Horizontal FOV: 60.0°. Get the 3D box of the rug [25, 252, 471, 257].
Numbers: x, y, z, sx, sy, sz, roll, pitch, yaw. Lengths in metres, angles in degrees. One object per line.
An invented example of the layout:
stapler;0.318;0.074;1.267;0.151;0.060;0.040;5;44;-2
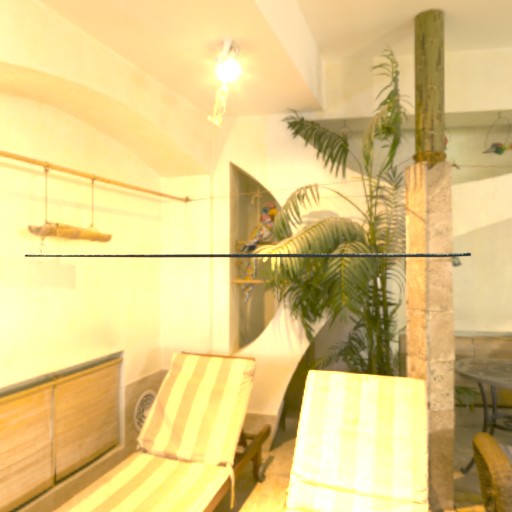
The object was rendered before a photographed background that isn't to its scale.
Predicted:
rug;0.000;0.000;2.996;2.449;0.015;1.530;0;0;18
